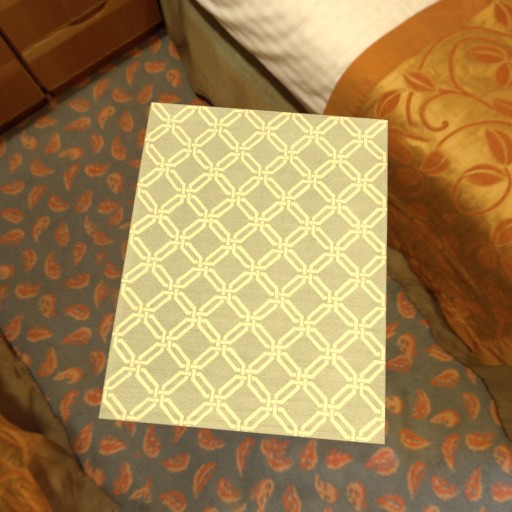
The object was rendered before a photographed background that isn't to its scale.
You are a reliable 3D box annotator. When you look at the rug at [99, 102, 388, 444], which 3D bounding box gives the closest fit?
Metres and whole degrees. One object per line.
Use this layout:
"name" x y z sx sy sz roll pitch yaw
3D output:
"rug" 0.000 0.000 3.893 2.288 0.018 2.895 5 75 1
